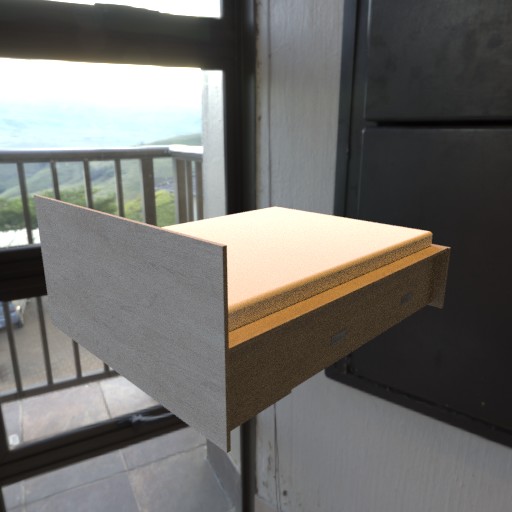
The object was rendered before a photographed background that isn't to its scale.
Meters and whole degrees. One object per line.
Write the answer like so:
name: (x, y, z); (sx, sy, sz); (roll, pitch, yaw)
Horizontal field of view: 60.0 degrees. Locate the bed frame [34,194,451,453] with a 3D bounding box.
bed frame: (0.000, 0.000, 2.760); (1.622, 0.800, 1.960); (15, 22, 42)
